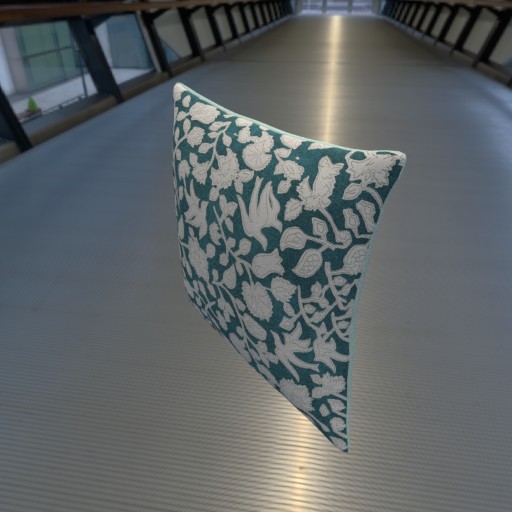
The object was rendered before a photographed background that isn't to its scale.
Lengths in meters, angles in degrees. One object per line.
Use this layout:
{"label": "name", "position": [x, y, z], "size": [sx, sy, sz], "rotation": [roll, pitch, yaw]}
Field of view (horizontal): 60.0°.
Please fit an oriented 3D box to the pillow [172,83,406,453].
{"label": "pillow", "position": [0.000, 0.000, 0.783], "size": [0.166, 0.508, 0.525], "rotation": [-21, 37, -31]}
